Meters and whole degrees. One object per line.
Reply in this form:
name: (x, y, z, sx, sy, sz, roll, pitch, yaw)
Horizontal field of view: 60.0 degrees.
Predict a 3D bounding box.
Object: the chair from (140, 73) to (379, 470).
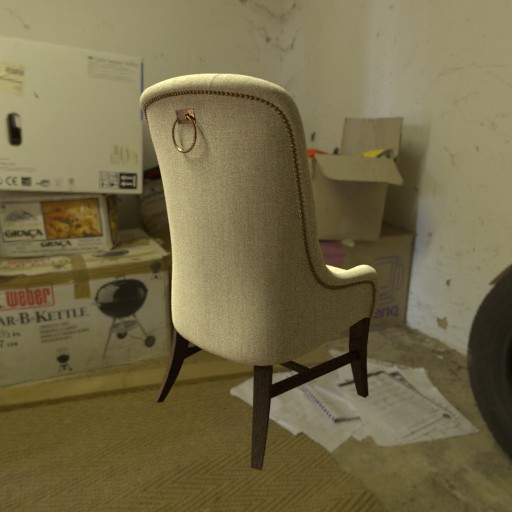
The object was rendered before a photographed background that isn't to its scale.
chair: (0.000, 0.000, 1.509, 0.634, 1.091, 0.629, 13, 19, 42)
